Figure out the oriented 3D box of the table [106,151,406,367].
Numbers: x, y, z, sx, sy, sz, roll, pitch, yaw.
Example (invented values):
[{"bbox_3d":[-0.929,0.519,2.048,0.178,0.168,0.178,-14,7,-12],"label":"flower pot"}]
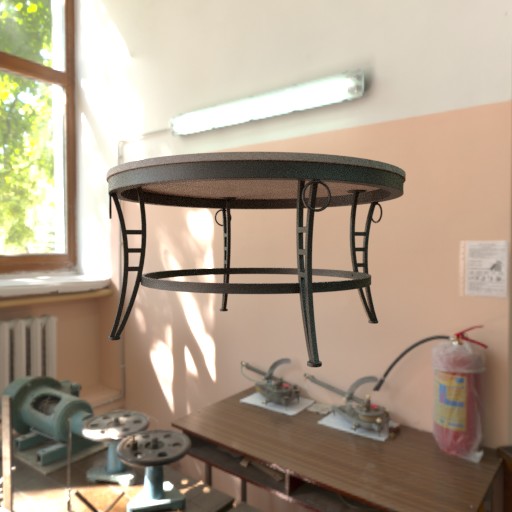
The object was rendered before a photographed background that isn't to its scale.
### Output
[{"bbox_3d":[0.000,0.000,1.395,0.889,0.470,0.889,0,2,0],"label":"table"}]
